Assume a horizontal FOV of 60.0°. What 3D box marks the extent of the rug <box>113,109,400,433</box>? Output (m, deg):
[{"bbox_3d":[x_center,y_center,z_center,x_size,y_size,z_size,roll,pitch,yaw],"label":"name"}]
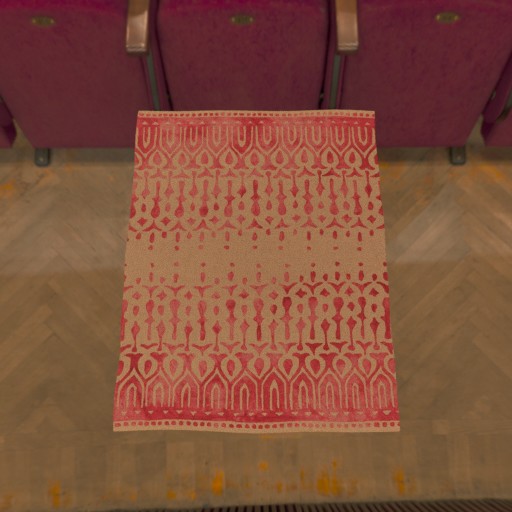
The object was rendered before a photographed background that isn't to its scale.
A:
[{"bbox_3d":[0.000,0.000,4.134,2.441,0.016,3.095,0,75,0],"label":"rug"}]
